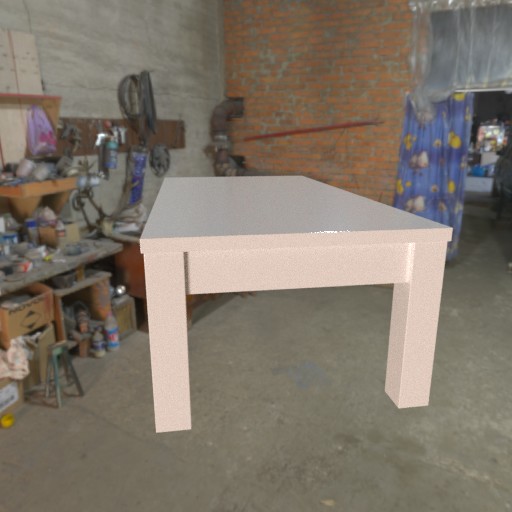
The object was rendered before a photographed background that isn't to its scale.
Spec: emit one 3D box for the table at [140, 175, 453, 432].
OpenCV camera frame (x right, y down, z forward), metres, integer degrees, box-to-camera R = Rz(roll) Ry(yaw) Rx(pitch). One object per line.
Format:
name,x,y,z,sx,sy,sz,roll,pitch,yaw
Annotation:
table,0.000,0.000,1.669,0.700,0.470,1.350,-2,16,-9
